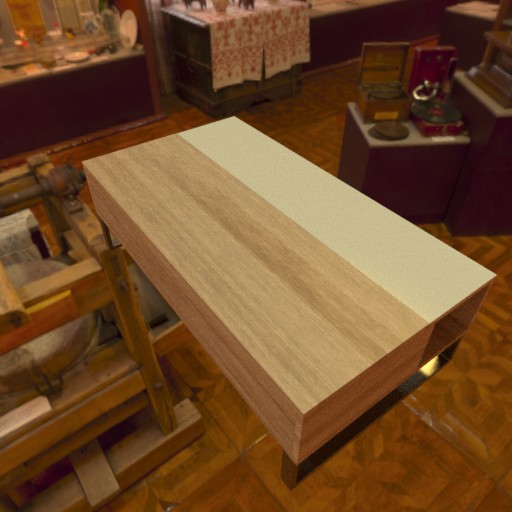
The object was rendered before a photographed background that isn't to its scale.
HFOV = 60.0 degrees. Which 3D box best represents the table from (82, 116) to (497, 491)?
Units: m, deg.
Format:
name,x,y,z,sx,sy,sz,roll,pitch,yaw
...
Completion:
name,x,y,z,sx,sy,sz,roll,pitch,yaw
table,0.000,0.000,1.357,0.600,0.350,1.100,-26,47,-26
